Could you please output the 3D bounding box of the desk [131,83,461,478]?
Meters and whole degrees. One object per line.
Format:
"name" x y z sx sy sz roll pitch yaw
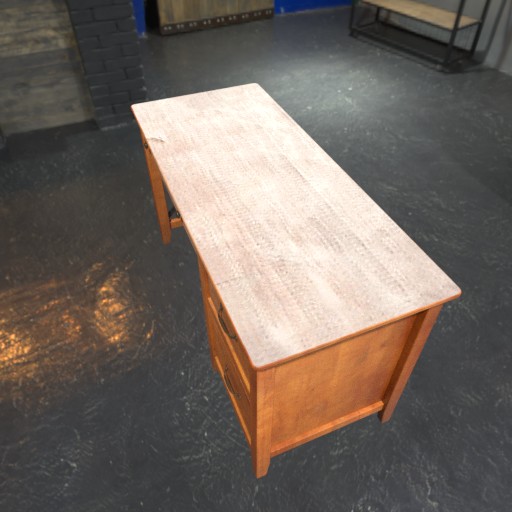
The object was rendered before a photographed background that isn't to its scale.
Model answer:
"desk" 0.000 0.000 1.746 0.574 0.756 1.353 -16 47 -16
